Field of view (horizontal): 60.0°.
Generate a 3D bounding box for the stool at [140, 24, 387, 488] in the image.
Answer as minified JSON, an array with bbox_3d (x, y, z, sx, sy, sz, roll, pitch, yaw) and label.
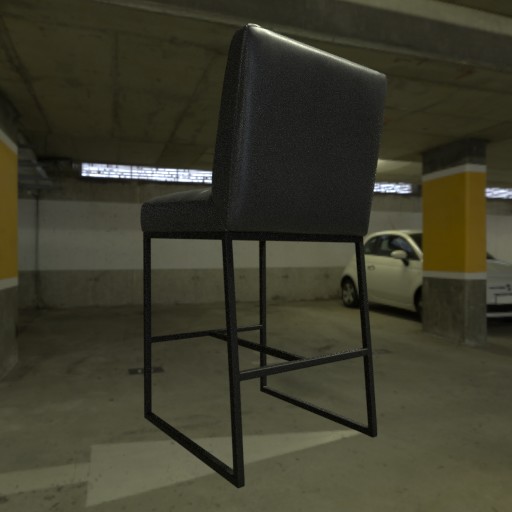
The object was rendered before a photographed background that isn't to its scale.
[{"bbox_3d":[0.000,0.000,1.212,0.457,0.938,0.552,0,0,-36],"label":"stool"}]
